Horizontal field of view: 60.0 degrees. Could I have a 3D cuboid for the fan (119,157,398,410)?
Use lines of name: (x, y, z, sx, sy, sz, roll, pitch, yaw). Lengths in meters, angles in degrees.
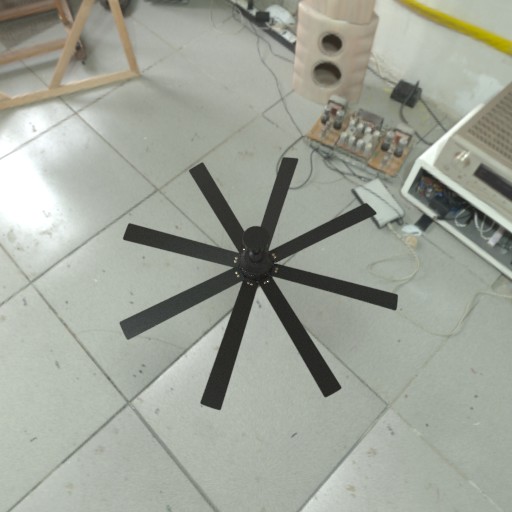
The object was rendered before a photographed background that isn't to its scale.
fan: (0.000, 0.000, 2.749, 1.830, 0.472, 1.830, 15, 64, 7)
